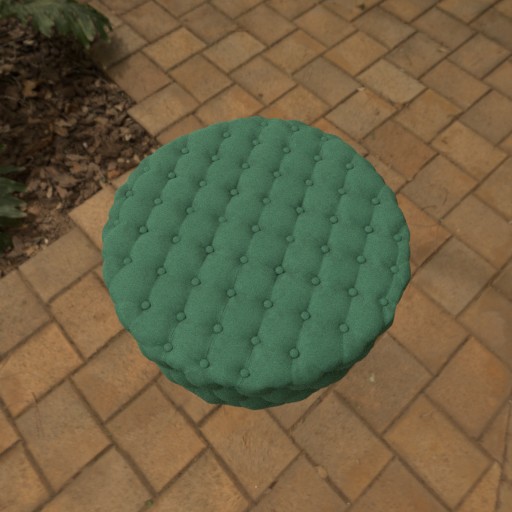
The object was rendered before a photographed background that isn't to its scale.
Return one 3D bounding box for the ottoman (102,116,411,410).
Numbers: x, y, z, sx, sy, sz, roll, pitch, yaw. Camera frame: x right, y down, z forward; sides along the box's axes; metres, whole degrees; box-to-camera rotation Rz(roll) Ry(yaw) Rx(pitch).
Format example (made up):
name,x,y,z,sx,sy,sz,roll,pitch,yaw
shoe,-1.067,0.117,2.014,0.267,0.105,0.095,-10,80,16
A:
name,x,y,z,sx,sy,sz,roll,pitch,yaw
ottoman,0.000,0.000,1.553,0.998,0.399,0.998,0,62,0
